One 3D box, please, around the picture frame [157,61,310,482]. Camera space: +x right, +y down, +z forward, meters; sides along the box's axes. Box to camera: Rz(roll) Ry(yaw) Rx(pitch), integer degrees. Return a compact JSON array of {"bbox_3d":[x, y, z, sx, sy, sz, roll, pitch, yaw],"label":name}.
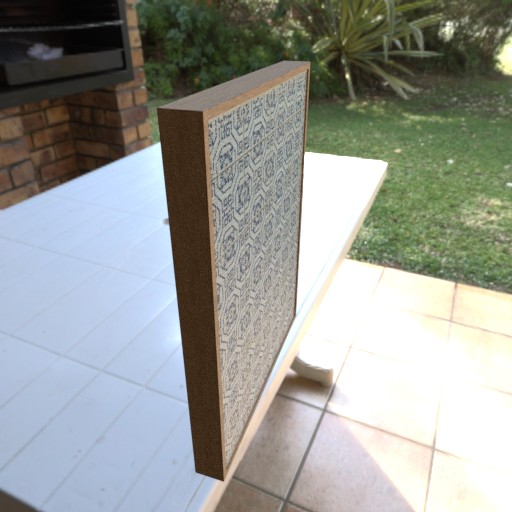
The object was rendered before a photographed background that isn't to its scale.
[{"bbox_3d":[0.000,0.000,0.699,0.046,0.526,0.421,10,31,16],"label":"picture frame"}]
